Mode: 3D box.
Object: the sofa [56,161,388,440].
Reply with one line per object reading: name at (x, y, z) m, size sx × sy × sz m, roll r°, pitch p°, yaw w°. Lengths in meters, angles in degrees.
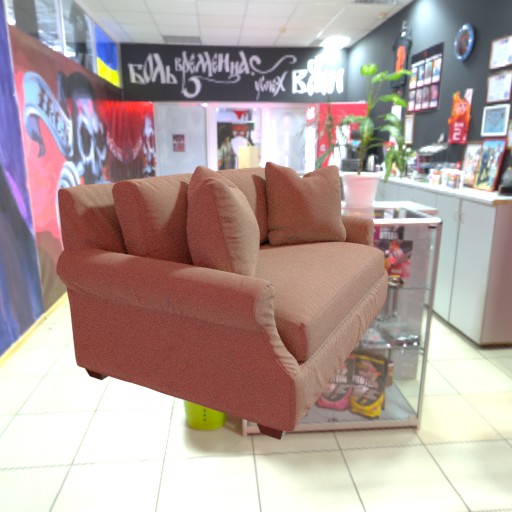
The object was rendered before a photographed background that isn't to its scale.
sofa at (0.000, 0.000, 2.212) m, size 1.070 × 0.905 × 1.550 m, roll 7°, pitch 16°, yaw 27°
